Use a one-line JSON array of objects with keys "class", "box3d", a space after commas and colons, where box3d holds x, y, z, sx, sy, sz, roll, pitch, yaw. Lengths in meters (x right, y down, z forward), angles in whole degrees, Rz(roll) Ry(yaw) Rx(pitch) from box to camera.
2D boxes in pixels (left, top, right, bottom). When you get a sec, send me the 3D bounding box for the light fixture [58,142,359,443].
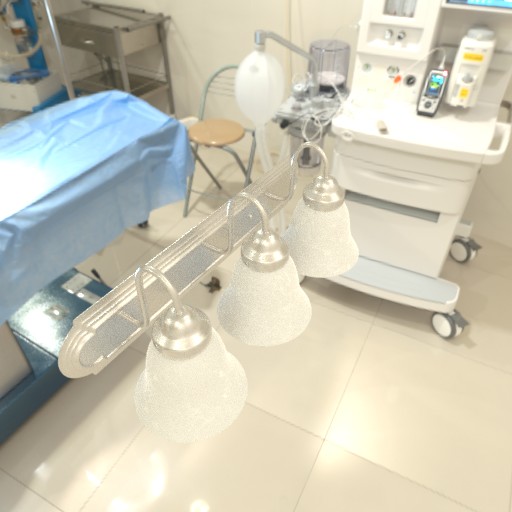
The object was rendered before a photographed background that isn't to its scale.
[{"class": "light fixture", "box3d": [0.000, 0.000, 0.705, 0.199, 0.222, 0.610, 24, 46, 25]}]
